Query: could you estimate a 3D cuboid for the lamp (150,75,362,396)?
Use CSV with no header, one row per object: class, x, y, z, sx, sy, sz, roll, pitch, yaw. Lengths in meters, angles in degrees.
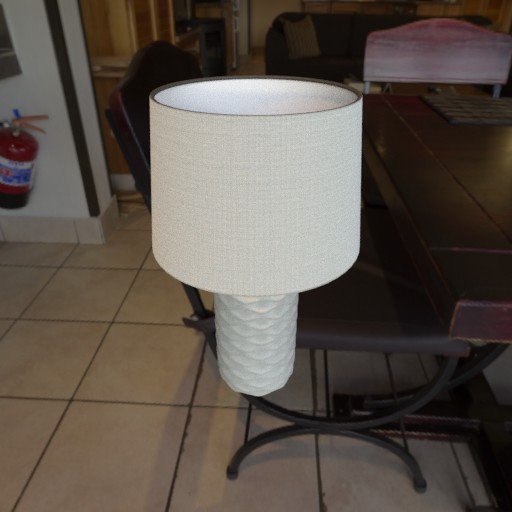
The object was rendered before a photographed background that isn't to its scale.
lamp,0.000,0.000,0.840,0.376,0.594,0.376,0,30,0
